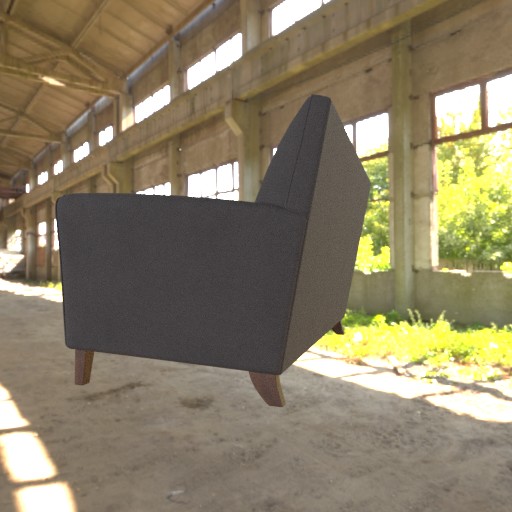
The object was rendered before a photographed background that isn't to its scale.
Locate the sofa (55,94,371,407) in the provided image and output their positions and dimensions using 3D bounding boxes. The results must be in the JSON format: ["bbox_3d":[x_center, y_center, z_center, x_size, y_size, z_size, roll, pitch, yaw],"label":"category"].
[{"bbox_3d":[0.000,0.000,1.922,0.871,0.846,1.420,0,-1,19],"label":"sofa"}]
